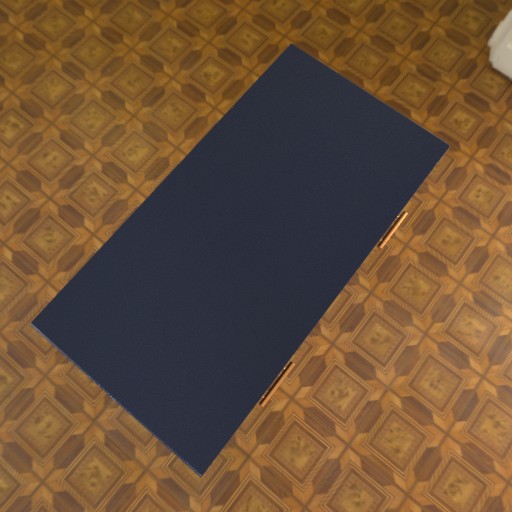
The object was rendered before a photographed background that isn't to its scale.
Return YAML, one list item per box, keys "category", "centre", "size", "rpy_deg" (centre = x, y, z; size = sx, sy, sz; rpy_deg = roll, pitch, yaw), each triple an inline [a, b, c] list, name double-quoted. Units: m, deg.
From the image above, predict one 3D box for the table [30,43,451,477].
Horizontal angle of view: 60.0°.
- category: "table"
  centre: [0.000, 0.000, 1.369]
  size: [0.572, 0.457, 1.067]
  rpy_deg: [37, 77, 10]
